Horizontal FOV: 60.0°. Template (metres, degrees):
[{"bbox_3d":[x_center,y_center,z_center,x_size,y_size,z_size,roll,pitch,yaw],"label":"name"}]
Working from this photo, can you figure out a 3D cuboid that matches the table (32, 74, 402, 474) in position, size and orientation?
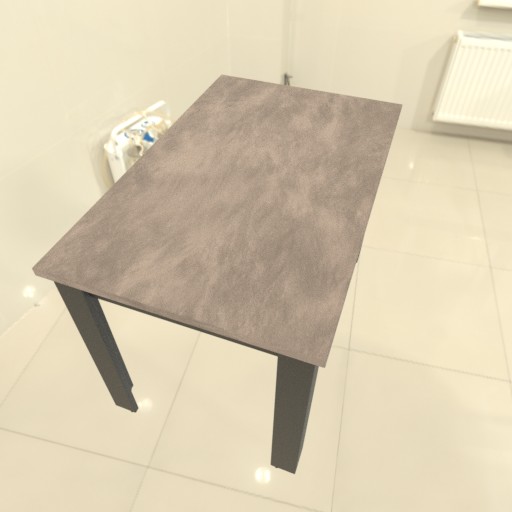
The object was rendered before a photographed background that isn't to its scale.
[{"bbox_3d":[0.000,0.000,1.562,0.700,0.734,1.100,15,48,14],"label":"table"}]
